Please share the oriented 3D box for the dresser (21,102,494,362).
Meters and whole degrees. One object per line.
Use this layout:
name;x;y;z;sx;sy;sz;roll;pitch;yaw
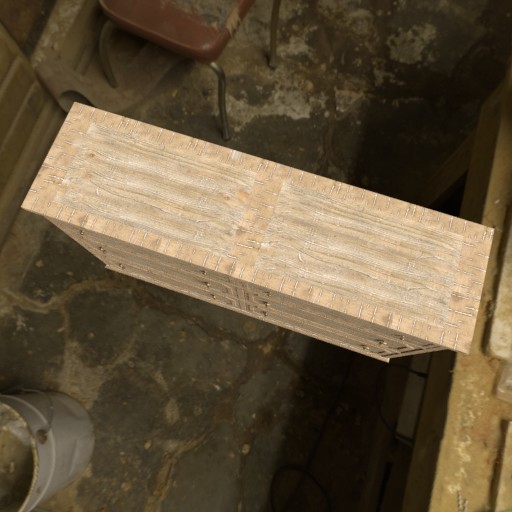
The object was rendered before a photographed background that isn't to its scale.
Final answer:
dresser;0.000;0.000;2.067;1.626;1.016;0.457;18;75;5
